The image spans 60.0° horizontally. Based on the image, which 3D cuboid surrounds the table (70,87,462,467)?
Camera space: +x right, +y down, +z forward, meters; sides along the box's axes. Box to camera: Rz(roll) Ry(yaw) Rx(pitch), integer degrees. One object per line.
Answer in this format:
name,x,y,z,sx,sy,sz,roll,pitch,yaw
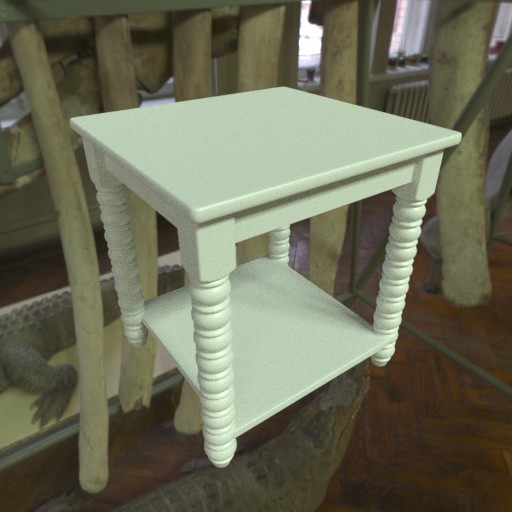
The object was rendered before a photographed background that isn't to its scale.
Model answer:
table,0.000,0.000,0.957,0.533,0.563,0.500,-21,37,-30
